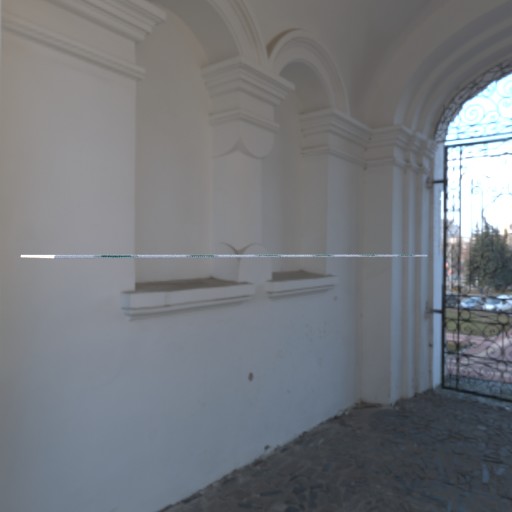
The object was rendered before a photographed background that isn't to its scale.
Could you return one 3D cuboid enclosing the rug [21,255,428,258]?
[{"bbox_3d":[0.000,0.000,2.690,2.438,0.012,0.768,0,0,-36],"label":"rug"}]
